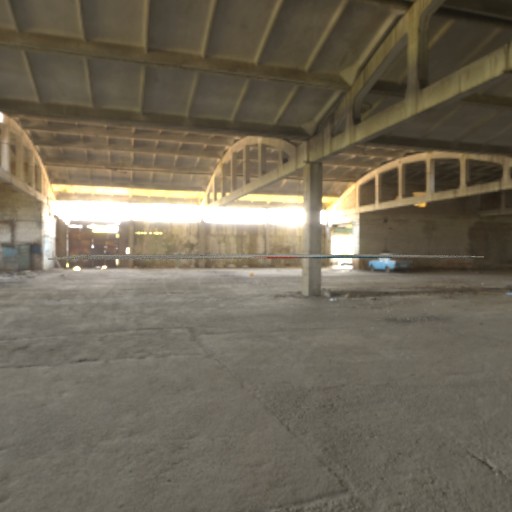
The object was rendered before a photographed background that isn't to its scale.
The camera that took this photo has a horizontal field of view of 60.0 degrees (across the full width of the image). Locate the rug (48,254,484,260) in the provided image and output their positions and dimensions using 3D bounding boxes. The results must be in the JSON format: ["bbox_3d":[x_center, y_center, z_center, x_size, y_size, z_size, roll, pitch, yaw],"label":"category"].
[{"bbox_3d":[0.000,0.000,2.334,1.828,0.005,1.220,0,1,-17],"label":"rug"}]
